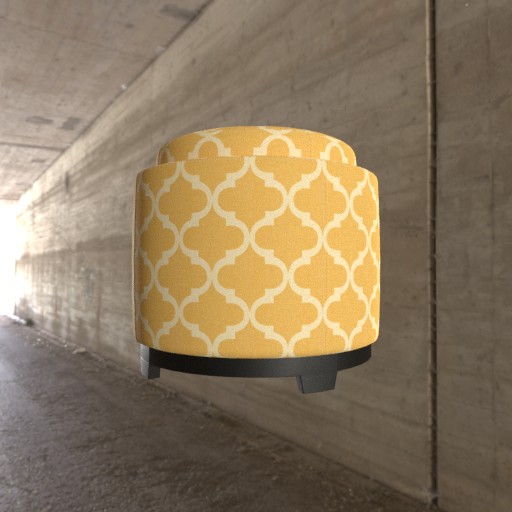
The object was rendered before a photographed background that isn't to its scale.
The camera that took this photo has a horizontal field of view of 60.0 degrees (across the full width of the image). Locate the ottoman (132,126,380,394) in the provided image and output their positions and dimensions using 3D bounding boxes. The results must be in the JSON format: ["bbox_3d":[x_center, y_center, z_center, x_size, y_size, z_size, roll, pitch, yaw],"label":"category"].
[{"bbox_3d":[0.000,0.000,0.890,0.480,0.429,0.480,0,-1,0],"label":"ottoman"}]
